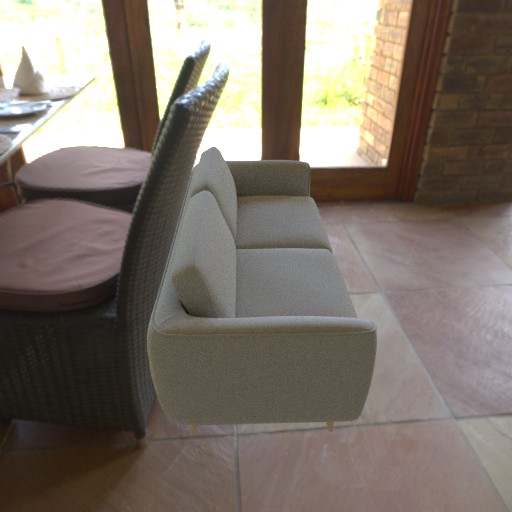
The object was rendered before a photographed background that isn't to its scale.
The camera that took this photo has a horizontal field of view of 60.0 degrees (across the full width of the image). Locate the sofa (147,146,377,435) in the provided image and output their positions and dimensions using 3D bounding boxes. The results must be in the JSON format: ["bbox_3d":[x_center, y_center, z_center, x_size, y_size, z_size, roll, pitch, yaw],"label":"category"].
[{"bbox_3d":[0.000,0.000,2.530,0.920,0.850,2.000,-1,30,-2],"label":"sofa"}]
